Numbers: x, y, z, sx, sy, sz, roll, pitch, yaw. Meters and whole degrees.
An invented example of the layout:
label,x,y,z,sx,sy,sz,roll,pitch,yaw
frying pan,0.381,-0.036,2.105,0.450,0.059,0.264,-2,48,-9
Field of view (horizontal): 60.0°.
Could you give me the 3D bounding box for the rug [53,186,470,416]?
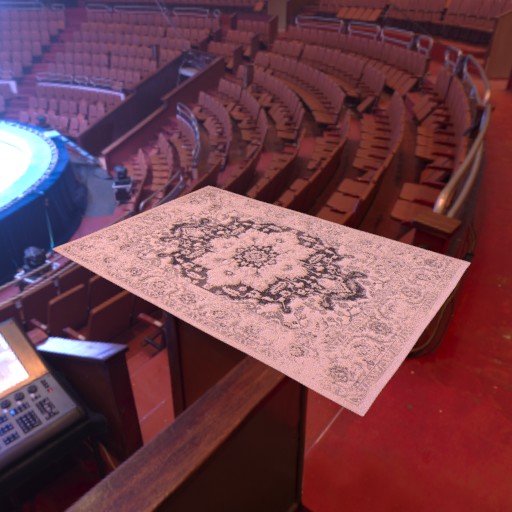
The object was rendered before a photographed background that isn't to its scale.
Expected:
label,x,y,z,sx,sy,sz,roll,pitch,yaw
rug,0.000,0.000,2.304,1.813,0.008,1.223,21,36,32
